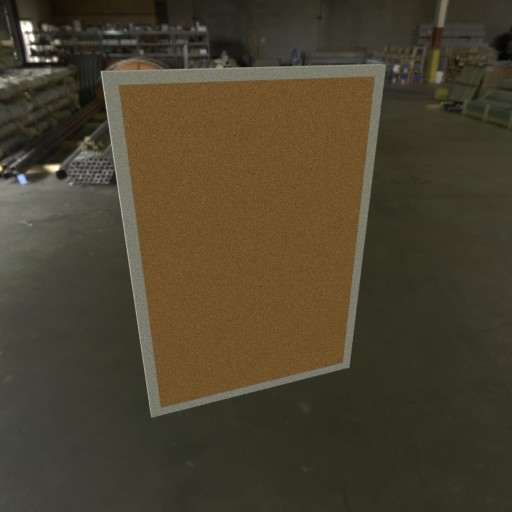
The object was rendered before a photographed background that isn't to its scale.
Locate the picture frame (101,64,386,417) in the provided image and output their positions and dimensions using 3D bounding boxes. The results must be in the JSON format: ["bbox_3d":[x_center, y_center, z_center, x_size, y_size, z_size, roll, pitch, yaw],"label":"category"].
[{"bbox_3d":[0.000,0.000,0.554,0.305,0.434,0.013,-9,28,-17],"label":"picture frame"}]
